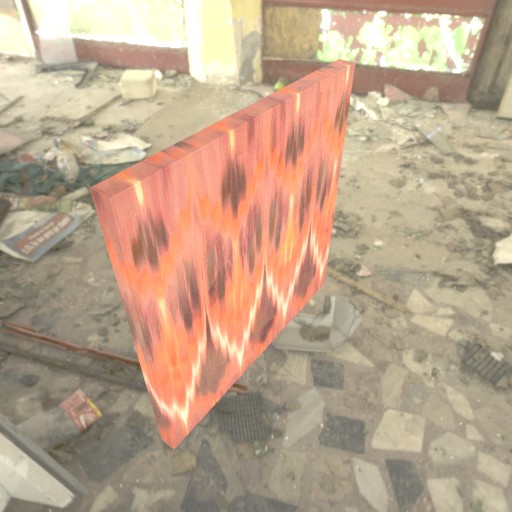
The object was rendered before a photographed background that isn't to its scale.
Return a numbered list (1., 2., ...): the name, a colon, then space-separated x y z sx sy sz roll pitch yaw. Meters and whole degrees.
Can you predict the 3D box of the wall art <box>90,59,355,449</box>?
1. wall art: 0.000 0.000 0.894 0.037 0.609 0.603 26 47 27
